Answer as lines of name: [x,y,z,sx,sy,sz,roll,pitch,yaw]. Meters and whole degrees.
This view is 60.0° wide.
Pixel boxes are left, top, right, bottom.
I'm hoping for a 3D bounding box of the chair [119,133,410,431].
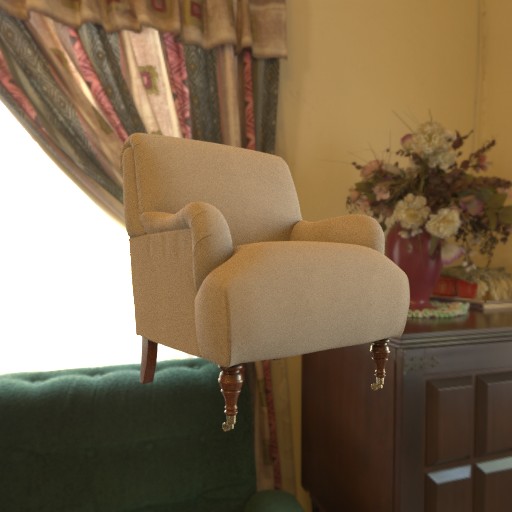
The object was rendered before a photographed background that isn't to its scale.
chair: [0.000,0.000,1.608,0.766,0.942,0.842,0,0,-36]
